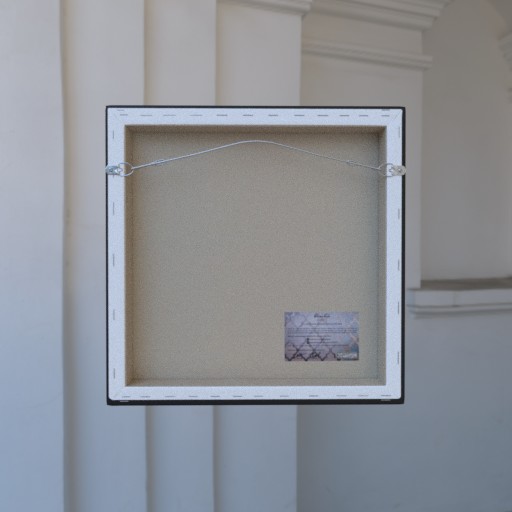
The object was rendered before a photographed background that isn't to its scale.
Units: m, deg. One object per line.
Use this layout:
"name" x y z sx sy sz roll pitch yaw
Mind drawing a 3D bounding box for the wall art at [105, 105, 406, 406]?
"wall art" 0.000 0.000 0.615 0.406 0.407 0.041 0 1 -1
